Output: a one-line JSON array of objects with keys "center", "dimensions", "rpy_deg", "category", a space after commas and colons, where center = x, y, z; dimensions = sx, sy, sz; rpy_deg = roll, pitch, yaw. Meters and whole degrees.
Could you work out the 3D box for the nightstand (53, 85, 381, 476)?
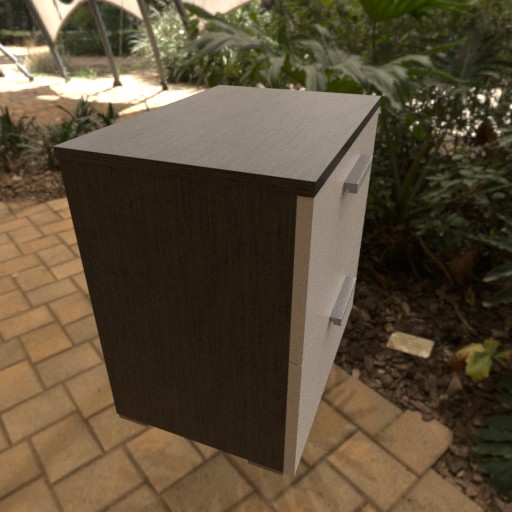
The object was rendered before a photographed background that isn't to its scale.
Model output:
[{"center": [0.000, 0.000, 0.748], "dimensions": [0.325, 0.460, 0.441], "rpy_deg": [11, 32, 18], "category": "nightstand"}]
